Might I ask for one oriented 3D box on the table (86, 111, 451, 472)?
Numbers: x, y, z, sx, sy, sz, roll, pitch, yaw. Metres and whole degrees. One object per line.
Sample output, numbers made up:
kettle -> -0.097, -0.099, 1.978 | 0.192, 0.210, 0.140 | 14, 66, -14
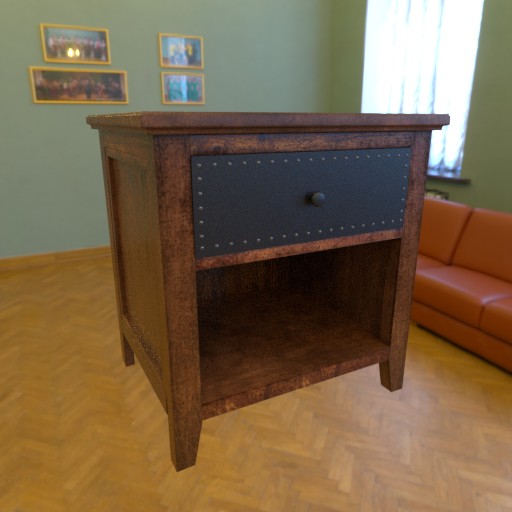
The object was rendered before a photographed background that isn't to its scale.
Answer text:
table -> 0.000, 0.000, 0.979 | 0.586, 0.597, 0.461 | -9, 19, -27
